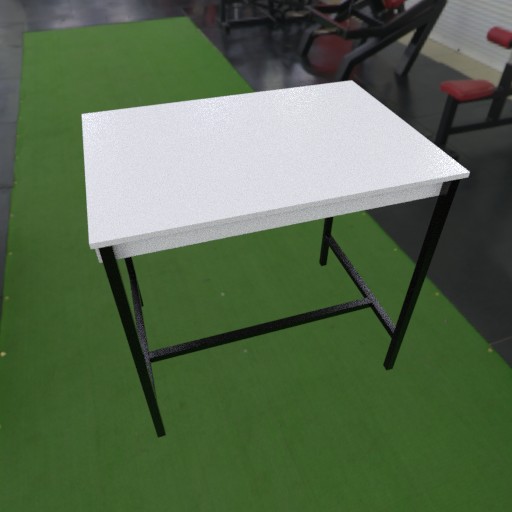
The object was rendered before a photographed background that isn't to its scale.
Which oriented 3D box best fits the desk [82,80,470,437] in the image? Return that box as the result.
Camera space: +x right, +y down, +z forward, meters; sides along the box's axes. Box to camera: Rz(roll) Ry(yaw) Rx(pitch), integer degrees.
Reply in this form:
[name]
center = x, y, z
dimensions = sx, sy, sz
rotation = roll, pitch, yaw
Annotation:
[desk]
center = 0.000, 0.000, 1.347
dimensions = 0.811, 0.766, 0.573
rotation = -12, 43, -13
